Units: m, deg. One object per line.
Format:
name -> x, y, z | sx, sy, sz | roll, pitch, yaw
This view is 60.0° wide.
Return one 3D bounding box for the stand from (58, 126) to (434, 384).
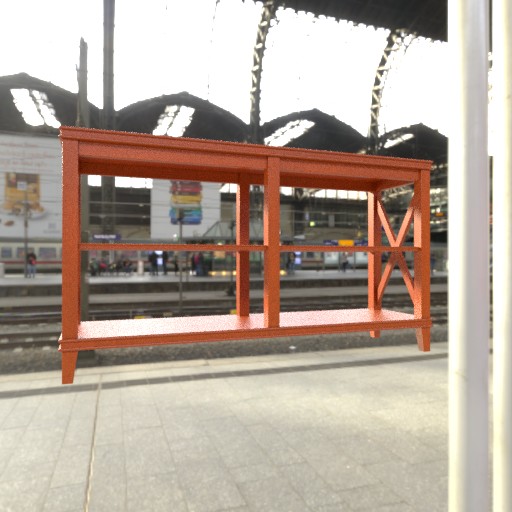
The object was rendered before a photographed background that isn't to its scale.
stand -> 0.000, 0.000, 1.712 | 1.372, 0.762, 0.381 | 0, 0, -20
